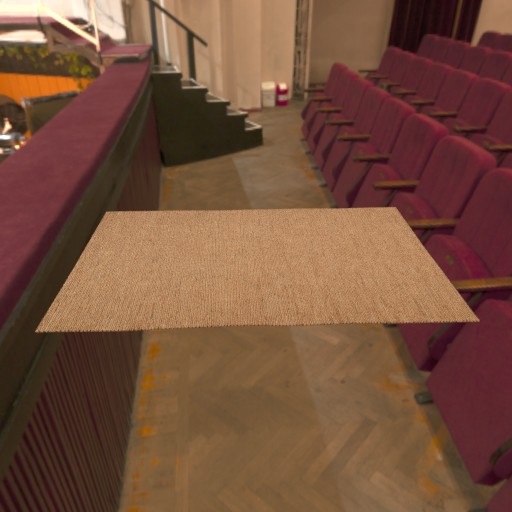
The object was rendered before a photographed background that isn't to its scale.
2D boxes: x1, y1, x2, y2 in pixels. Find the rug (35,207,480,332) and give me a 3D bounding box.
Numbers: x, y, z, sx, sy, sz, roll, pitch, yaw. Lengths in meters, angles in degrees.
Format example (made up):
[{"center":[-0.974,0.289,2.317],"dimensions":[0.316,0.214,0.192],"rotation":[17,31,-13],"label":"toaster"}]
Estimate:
[{"center":[0.000,0.000,3.078],"dimensions":[2.439,0.011,1.533],"rotation":[-1,31,-2],"label":"rug"}]
